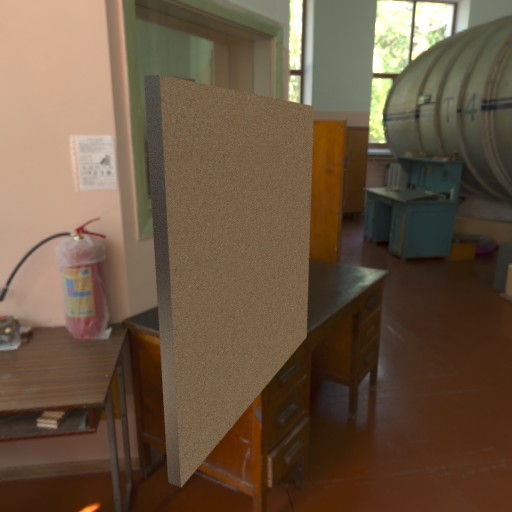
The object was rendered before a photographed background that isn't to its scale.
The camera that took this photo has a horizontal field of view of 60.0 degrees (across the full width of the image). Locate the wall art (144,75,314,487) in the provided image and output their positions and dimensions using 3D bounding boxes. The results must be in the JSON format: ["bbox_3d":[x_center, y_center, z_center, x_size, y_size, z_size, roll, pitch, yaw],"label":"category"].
[{"bbox_3d":[0.000,0.000,1.136,0.031,0.775,0.773,7,16,24],"label":"wall art"}]
